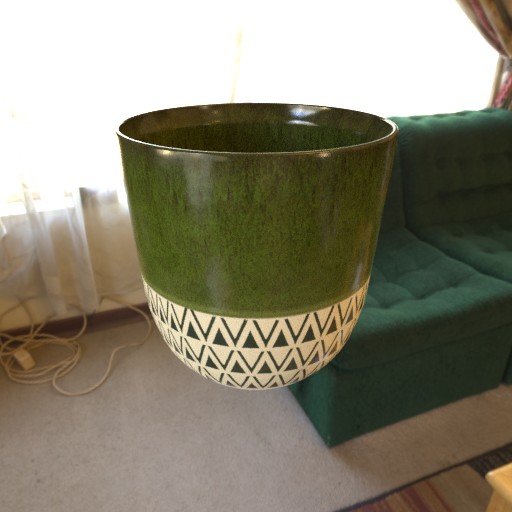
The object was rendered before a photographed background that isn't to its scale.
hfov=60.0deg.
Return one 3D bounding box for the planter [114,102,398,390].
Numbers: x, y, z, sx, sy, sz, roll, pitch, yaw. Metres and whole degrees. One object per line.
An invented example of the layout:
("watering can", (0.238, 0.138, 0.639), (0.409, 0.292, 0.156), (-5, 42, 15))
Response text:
("planter", (0.000, 0.000, 0.457), (0.245, 0.270, 0.245), (0, 27, 0))
